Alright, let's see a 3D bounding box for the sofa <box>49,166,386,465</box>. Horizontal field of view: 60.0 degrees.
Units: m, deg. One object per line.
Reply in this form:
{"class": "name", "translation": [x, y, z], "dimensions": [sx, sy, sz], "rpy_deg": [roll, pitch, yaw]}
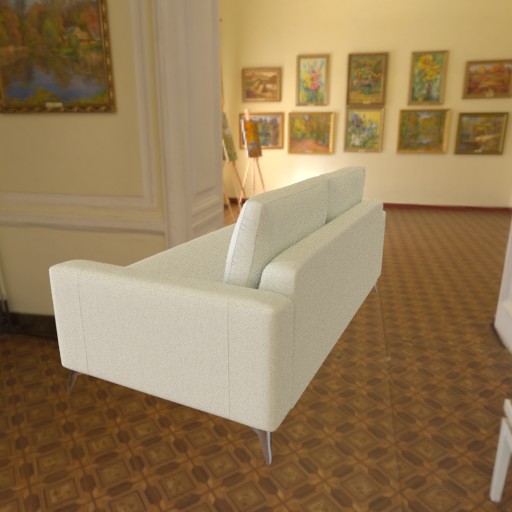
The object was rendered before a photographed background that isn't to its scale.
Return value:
{"class": "sofa", "translation": [0.000, 0.000, 2.128], "dimensions": [0.920, 0.790, 1.650], "rpy_deg": [8, 18, 25]}
